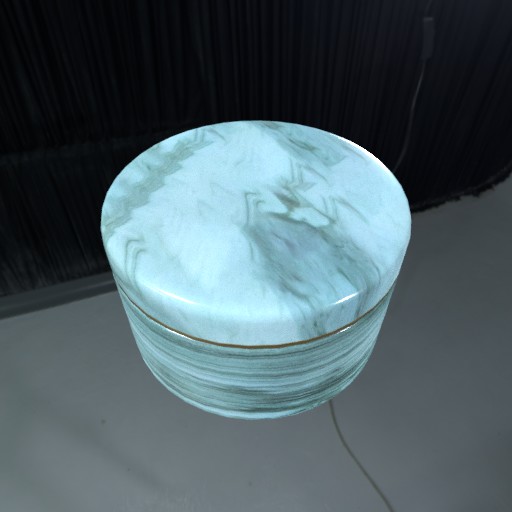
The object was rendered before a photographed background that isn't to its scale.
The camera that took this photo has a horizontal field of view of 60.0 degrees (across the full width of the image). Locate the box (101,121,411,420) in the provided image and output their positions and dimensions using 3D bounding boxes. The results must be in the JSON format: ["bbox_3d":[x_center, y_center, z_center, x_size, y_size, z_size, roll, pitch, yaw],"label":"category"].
[{"bbox_3d":[0.000,0.000,0.167,0.101,0.063,0.101,0,45,0],"label":"box"}]
